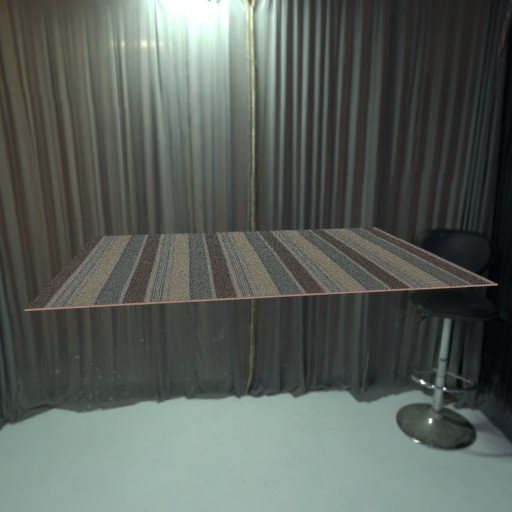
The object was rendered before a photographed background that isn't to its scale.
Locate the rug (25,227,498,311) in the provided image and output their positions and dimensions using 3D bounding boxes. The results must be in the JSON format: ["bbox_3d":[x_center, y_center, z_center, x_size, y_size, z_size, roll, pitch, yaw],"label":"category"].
[{"bbox_3d":[0.000,0.000,2.268,1.829,0.008,1.219,-2,15,-9],"label":"rug"}]
